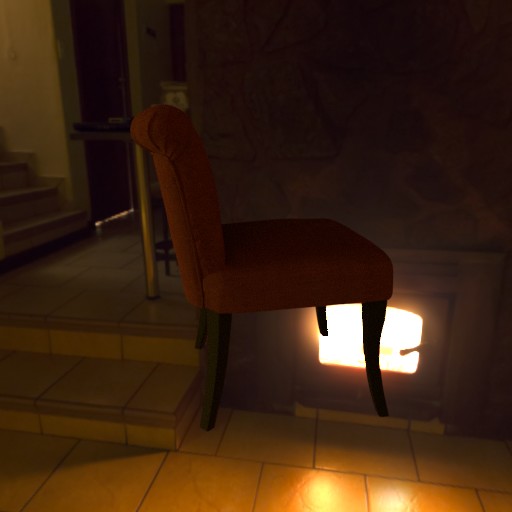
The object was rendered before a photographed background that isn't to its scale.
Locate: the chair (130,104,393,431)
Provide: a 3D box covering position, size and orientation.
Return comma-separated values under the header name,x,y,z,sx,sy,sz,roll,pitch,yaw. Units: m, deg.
name,x,y,z,sx,sy,sz,roll,pitch,yaw
chair,0.000,0.000,1.208,0.605,0.750,0.582,-3,16,-9
